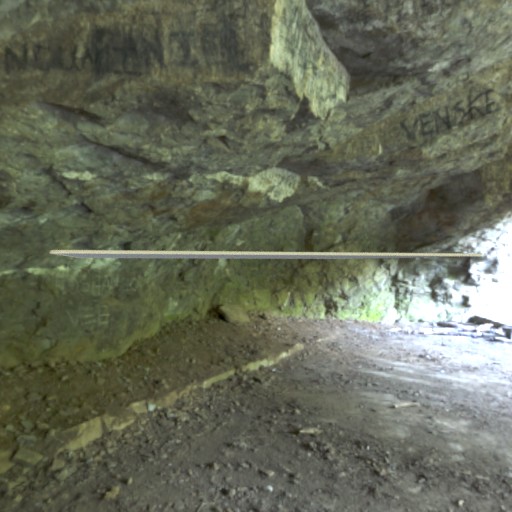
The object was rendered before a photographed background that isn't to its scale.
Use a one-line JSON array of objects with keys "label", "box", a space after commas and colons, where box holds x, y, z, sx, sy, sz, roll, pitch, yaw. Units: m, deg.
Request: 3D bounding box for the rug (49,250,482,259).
[{"label": "rug", "box": [0.000, 0.000, 2.123, 1.676, 0.013, 1.067, 0, -1, -18]}]
